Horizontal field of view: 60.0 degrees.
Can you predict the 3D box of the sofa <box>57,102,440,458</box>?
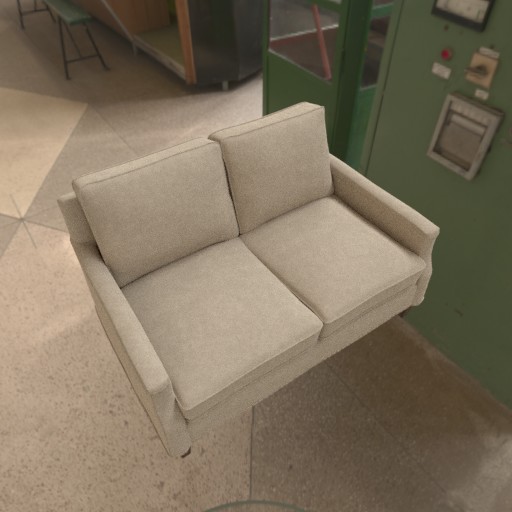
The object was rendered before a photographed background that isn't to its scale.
[{"bbox_3d":[0.000,0.000,2.263,1.597,1.002,1.084,-25,51,-23],"label":"sofa"}]
